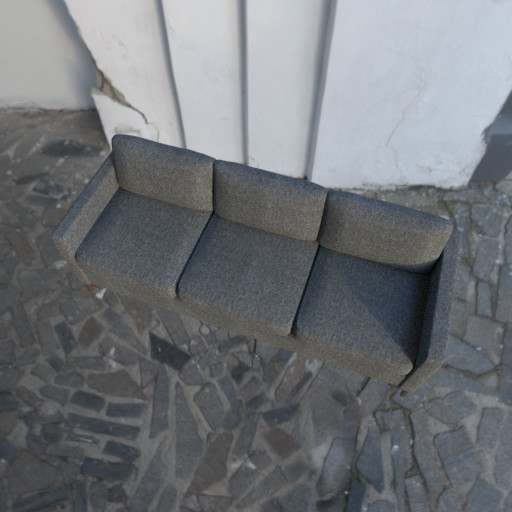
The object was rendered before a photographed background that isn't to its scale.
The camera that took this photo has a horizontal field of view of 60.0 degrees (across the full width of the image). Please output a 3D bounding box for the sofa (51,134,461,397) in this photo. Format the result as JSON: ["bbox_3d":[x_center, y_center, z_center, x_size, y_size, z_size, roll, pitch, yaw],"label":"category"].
[{"bbox_3d":[0.000,0.000,2.709,2.218,0.874,0.859,17,59,10],"label":"sofa"}]
